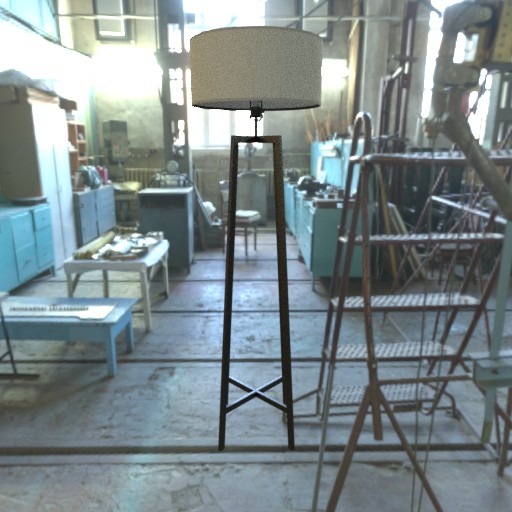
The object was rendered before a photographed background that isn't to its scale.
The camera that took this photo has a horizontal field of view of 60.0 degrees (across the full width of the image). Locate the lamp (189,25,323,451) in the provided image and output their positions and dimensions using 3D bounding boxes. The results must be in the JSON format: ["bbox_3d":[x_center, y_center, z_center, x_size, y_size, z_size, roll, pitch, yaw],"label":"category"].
[{"bbox_3d":[0.000,0.000,1.708,0.457,1.510,0.456,13,19,43],"label":"lamp"}]
